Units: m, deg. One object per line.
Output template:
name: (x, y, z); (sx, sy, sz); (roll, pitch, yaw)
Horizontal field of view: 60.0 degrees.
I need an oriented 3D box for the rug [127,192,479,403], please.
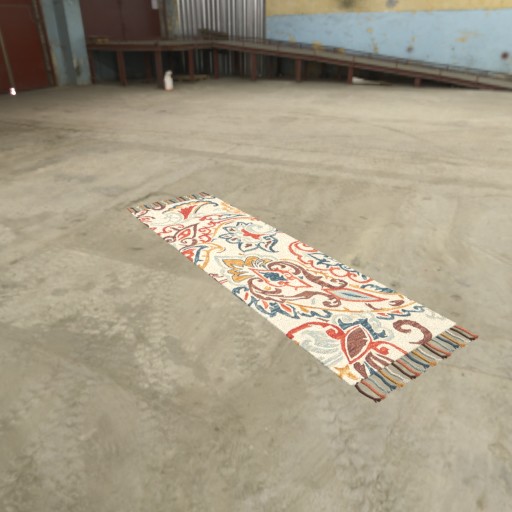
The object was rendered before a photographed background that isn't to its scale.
rug: (0.000, 0.000, 2.934); (0.763, 0.015, 2.682); (-18, 32, -31)
